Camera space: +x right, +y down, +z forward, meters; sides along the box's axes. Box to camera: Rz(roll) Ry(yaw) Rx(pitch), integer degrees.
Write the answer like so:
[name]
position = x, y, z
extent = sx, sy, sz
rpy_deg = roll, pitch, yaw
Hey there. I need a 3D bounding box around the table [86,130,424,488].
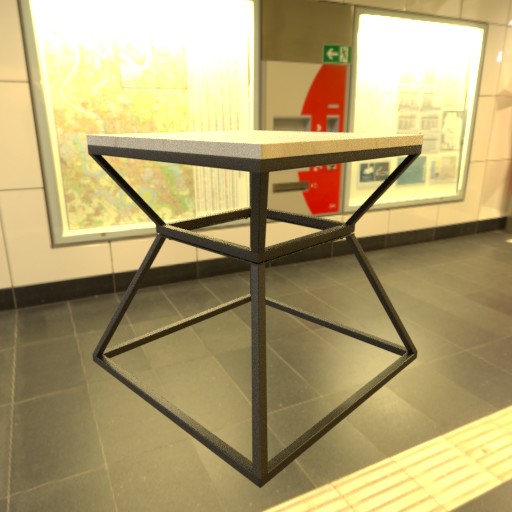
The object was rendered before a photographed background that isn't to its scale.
[table]
position = 0.000, 0.000, 0.815
extent = 0.455, 0.431, 0.455
rpy_deg = 16, 23, 42
